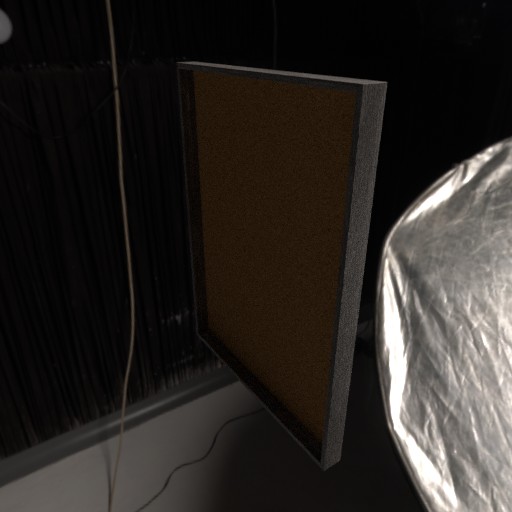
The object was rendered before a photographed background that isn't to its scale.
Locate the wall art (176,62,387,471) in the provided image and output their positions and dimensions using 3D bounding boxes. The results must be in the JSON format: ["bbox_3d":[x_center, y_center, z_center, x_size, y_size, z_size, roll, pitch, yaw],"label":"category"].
[{"bbox_3d":[0.000,0.000,1.309,0.063,1.016,0.762,-17,31,-30],"label":"wall art"}]
